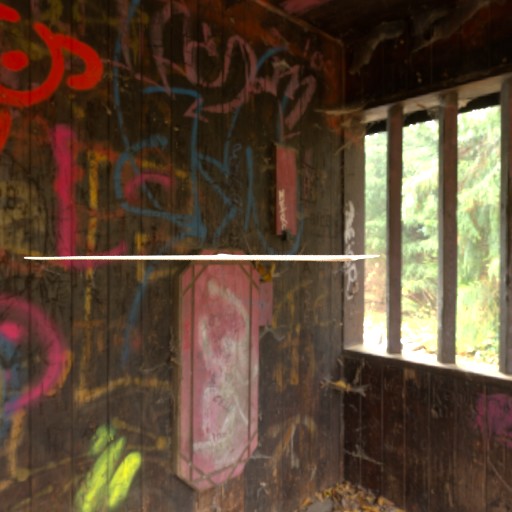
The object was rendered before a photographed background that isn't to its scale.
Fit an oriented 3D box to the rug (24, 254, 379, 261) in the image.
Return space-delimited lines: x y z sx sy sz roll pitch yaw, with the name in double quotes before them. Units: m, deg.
"rug" 0.000 0.000 2.399 1.214 0.023 1.947 0 0 18
